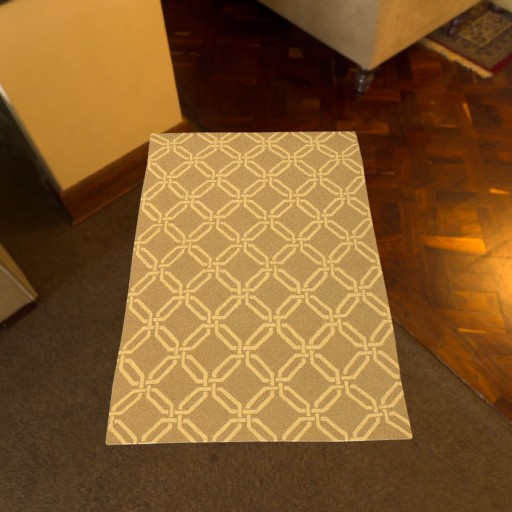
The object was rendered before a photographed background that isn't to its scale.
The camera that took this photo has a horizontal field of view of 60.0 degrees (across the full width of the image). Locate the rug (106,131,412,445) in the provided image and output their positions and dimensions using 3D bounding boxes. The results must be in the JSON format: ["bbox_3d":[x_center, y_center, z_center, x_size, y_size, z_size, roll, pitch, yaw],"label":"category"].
[{"bbox_3d":[0.000,0.000,2.721,1.524,0.013,2.135,-1,59,-1],"label":"rug"}]
